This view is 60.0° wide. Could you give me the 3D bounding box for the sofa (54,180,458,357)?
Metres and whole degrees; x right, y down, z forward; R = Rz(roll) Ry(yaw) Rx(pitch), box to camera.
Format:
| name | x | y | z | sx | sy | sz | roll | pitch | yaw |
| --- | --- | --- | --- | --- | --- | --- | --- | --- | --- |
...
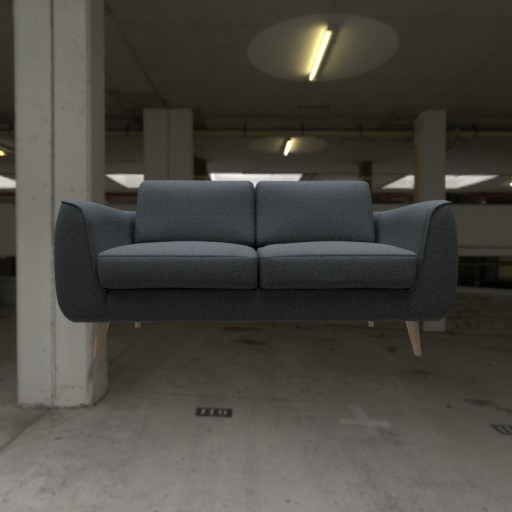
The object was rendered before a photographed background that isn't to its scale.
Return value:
| name | x | y | z | sx | sy | sz | roll | pitch | yaw |
| --- | --- | --- | --- | --- | --- | --- | --- | --- | --- |
| sofa | 0.000 | 0.000 | 2.248 | 1.700 | 0.850 | 0.920 | 0 | 1 | -1 |
